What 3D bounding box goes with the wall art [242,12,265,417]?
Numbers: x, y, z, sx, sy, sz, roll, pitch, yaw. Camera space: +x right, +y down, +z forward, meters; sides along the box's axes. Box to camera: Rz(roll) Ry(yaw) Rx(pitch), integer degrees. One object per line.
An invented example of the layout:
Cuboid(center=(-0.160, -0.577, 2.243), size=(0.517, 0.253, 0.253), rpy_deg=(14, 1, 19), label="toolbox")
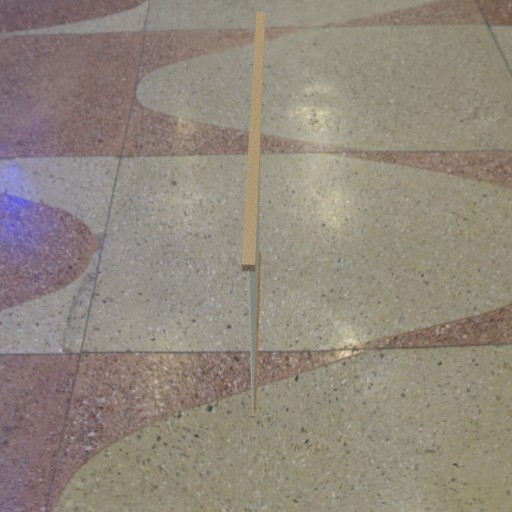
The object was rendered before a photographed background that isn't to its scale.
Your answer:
Cuboid(center=(0.000, 0.000, 1.876), size=(0.030, 1.519, 0.990), rpy_deg=(2, 58, 1), label="wall art")
